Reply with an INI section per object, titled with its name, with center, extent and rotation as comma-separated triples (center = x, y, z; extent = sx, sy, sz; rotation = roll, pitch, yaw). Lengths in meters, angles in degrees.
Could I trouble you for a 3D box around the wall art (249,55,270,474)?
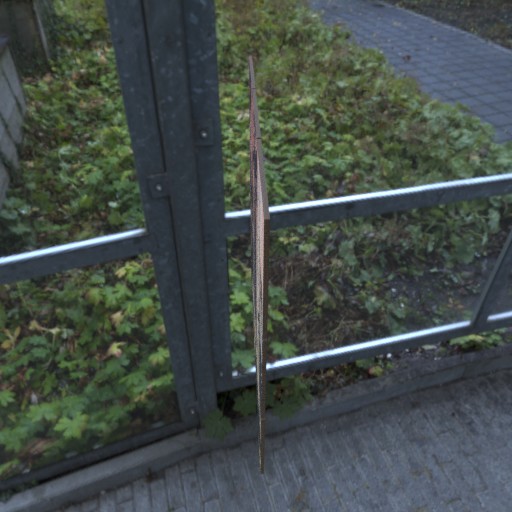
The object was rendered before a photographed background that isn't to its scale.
[wall art]
center = 0.000, 0.000, 1.817
extent = 0.013, 1.216, 1.216
rotation = -1, 40, -2
